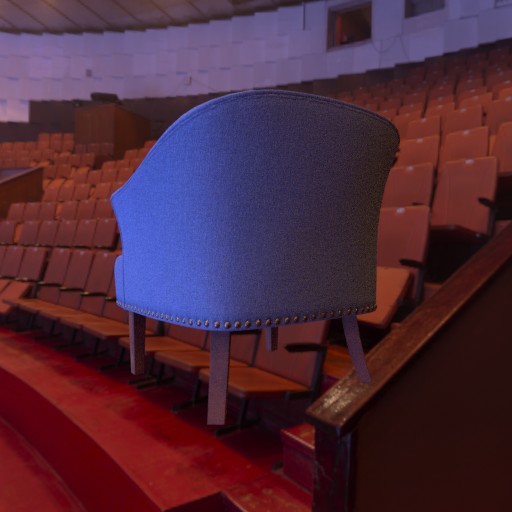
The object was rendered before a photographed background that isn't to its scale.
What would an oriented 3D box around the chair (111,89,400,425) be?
[{"bbox_3d":[0.000,0.000,1.417,0.798,0.815,0.704,-1,2,-36],"label":"chair"}]
